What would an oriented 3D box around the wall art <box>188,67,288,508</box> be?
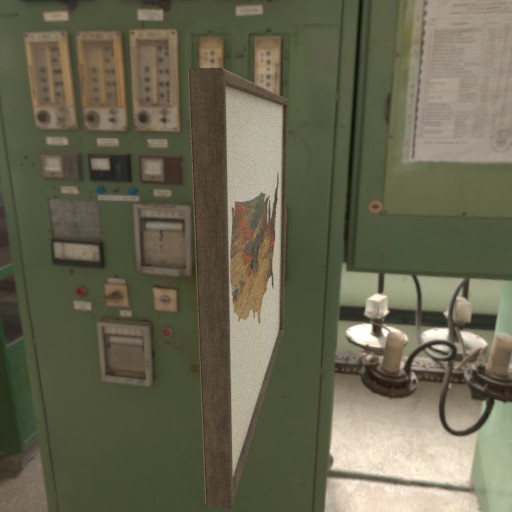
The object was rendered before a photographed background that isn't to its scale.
[{"bbox_3d":[0.000,0.000,1.065,0.050,0.751,0.749,3,17,10],"label":"wall art"}]
